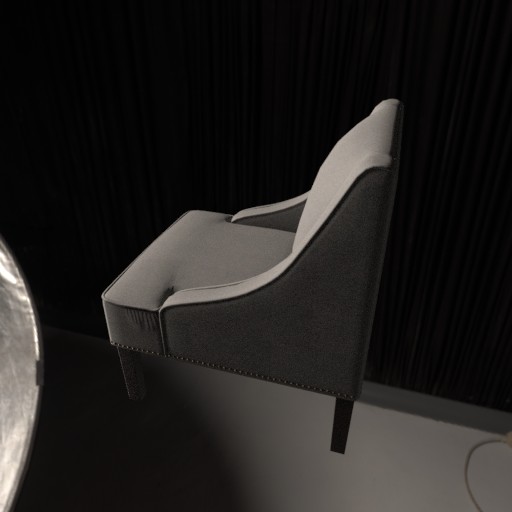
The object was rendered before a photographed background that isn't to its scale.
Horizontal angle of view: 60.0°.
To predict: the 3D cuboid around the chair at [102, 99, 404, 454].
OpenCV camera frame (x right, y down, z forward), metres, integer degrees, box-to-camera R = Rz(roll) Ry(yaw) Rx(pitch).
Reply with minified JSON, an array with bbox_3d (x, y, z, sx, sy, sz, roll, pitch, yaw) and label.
[{"bbox_3d":[0.000,0.000,1.380,0.747,0.867,0.631,9,32,15],"label":"chair"}]
